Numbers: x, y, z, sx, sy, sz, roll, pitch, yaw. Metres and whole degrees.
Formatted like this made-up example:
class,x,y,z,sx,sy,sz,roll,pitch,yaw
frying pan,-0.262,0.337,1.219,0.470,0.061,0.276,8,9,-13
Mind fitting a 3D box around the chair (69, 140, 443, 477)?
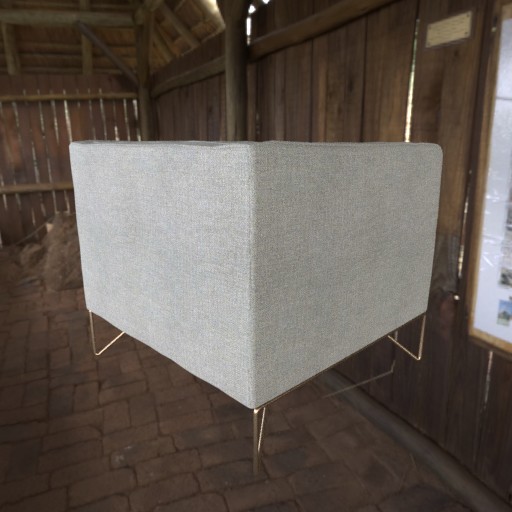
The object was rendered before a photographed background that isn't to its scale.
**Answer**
class,x,y,z,sx,sy,sz,roll,pitch,yaw
chair,0.000,0.000,1.578,0.912,0.799,0.920,-14,20,-42
